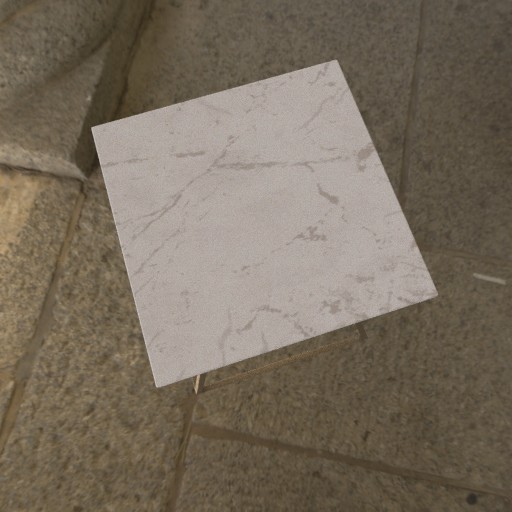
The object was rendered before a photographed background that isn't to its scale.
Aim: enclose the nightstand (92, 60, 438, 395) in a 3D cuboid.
[{"bbox_3d":[0.000,0.000,0.917,0.455,0.554,0.455,-17,76,-5],"label":"nightstand"}]
